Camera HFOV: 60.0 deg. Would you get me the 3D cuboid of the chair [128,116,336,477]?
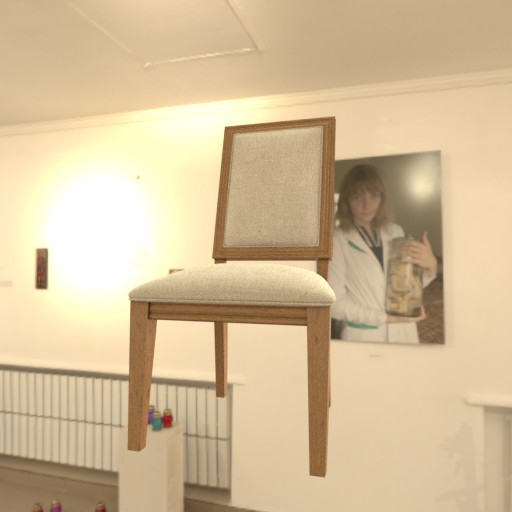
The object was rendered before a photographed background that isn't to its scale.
[{"bbox_3d":[0.000,0.000,1.344,0.536,0.988,0.601,0,-1,17],"label":"chair"}]
